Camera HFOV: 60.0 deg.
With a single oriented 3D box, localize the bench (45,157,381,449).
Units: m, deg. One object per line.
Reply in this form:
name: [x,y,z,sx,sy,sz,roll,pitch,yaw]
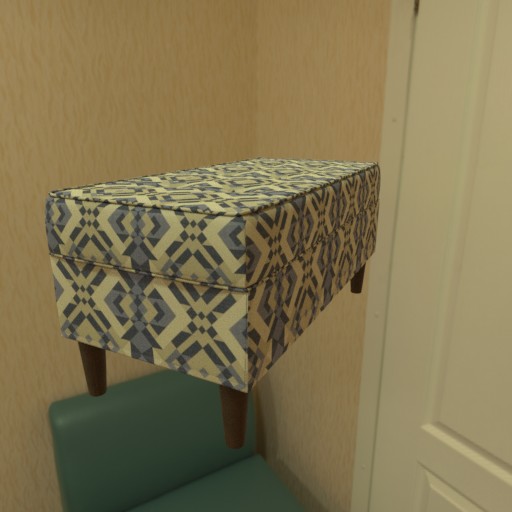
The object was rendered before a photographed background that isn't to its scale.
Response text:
bench: [0.000,0.000,1.286,0.492,0.477,1.016,9,19,26]
